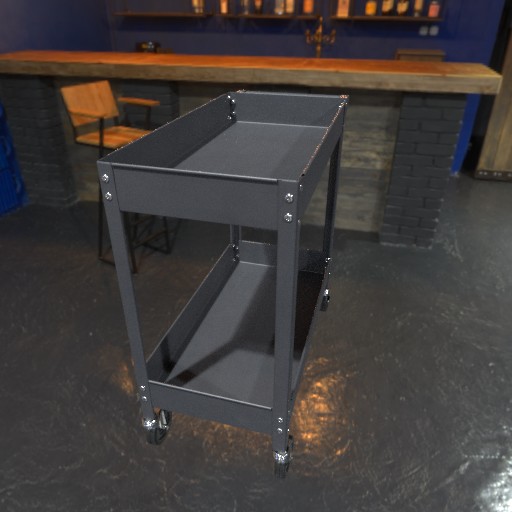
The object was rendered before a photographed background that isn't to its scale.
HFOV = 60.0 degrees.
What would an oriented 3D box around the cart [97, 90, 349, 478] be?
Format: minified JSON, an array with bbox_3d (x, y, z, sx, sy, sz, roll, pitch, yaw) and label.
[{"bbox_3d":[0.000,0.000,1.172,0.366,0.719,0.779,8,31,14],"label":"cart"}]
